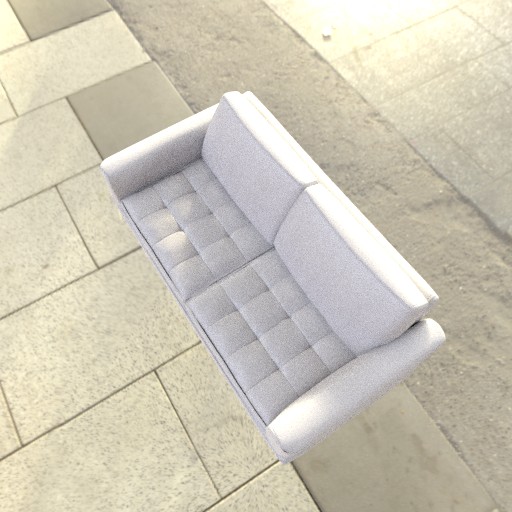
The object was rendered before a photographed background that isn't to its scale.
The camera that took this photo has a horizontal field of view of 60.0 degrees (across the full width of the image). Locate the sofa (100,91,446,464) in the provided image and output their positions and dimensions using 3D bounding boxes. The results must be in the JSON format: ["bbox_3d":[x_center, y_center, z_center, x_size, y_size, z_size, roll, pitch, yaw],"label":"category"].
[{"bbox_3d":[0.000,0.000,2.758,1.121,0.930,2.177,-31,68,-14],"label":"sofa"}]
